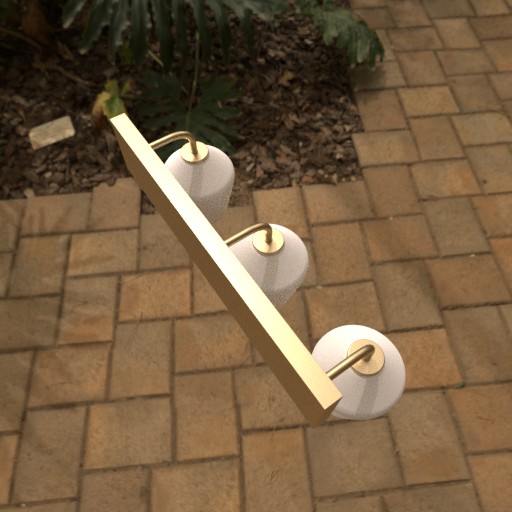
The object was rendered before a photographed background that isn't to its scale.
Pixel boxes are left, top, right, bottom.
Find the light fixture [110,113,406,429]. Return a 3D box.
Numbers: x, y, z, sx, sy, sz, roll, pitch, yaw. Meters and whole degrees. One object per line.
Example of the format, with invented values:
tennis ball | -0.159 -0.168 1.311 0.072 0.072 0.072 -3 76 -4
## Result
light fixture | 0.000 0.000 0.728 0.190 0.280 0.609 -30 64 -17
